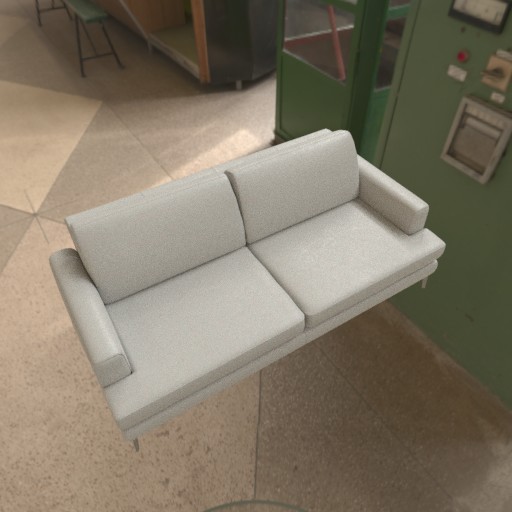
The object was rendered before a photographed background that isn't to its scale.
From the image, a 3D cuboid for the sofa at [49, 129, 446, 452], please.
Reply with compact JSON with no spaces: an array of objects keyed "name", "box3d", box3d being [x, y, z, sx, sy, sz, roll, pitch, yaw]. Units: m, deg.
[{"name":"sofa","box3d":[0.000,0.000,2.399,1.940,0.765,0.974,-24,50,-22]}]
